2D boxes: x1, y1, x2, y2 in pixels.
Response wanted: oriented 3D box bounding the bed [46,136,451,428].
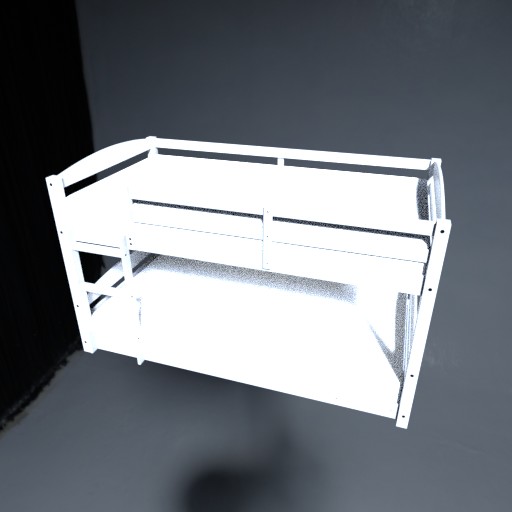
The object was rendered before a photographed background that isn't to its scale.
[{"bbox_3d":[0.000,0.000,2.770,2.013,1.206,1.105,9,28,16],"label":"bed"}]
